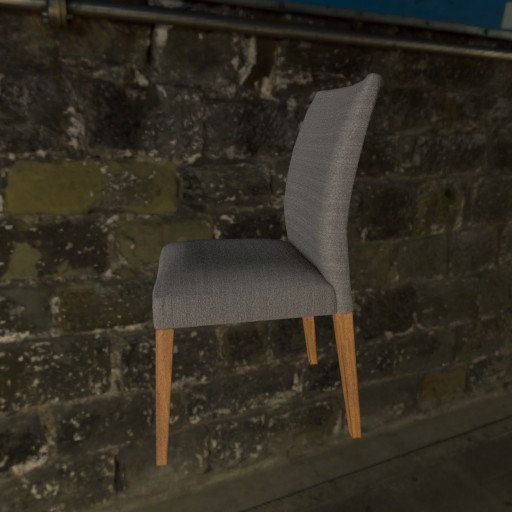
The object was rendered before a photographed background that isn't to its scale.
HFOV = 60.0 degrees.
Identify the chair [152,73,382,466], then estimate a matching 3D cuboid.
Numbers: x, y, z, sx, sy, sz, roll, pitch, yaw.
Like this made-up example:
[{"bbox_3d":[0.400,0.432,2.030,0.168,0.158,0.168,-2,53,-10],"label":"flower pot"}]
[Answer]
[{"bbox_3d":[0.000,0.000,1.274,0.585,0.940,0.496,-2,15,-9],"label":"chair"}]
